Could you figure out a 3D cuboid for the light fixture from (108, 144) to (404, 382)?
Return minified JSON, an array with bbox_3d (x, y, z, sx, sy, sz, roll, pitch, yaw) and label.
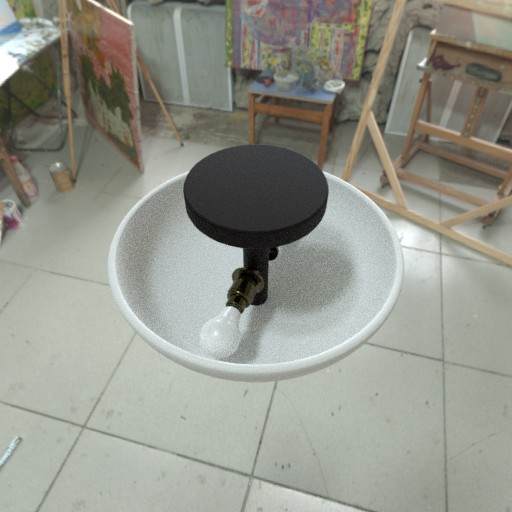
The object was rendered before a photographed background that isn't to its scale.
[{"bbox_3d":[0.000,0.000,0.522,0.331,0.212,0.331,0,46,0],"label":"light fixture"}]
